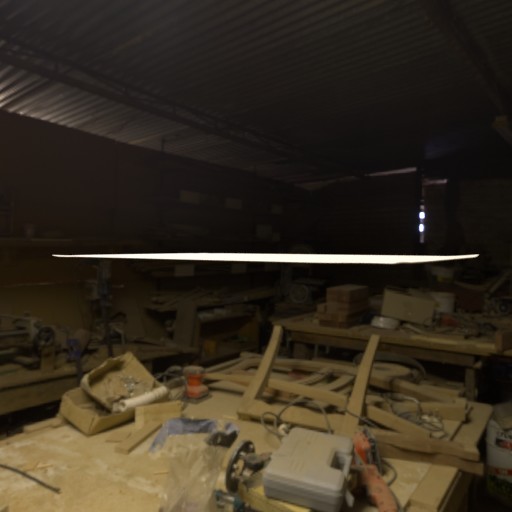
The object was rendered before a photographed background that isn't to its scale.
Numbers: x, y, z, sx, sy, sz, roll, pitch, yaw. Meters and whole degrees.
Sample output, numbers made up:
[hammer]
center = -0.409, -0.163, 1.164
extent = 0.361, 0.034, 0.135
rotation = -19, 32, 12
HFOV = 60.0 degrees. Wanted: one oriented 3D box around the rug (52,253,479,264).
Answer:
[rug]
center = 0.000, 0.000, 2.955
extent = 2.434, 0.023, 1.518
rotation = 1, 2, 37
